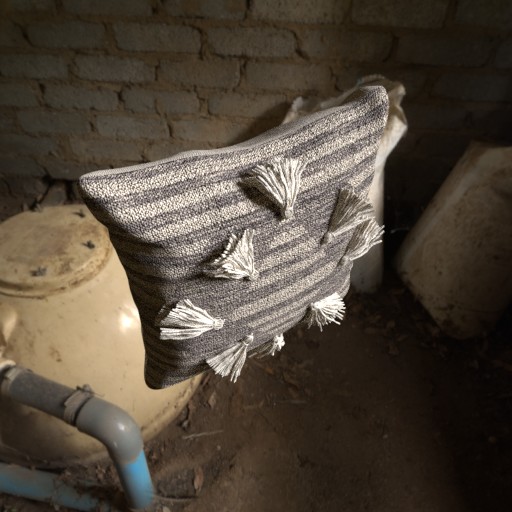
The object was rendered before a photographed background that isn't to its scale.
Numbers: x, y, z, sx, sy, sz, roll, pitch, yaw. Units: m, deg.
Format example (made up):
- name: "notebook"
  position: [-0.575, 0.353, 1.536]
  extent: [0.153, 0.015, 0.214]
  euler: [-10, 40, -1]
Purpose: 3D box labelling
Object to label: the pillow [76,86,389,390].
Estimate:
- name: "pillow"
  position: [0.000, 0.000, 0.766]
  extent: [0.484, 0.490, 0.234]
  euler: [-24, 50, -21]
